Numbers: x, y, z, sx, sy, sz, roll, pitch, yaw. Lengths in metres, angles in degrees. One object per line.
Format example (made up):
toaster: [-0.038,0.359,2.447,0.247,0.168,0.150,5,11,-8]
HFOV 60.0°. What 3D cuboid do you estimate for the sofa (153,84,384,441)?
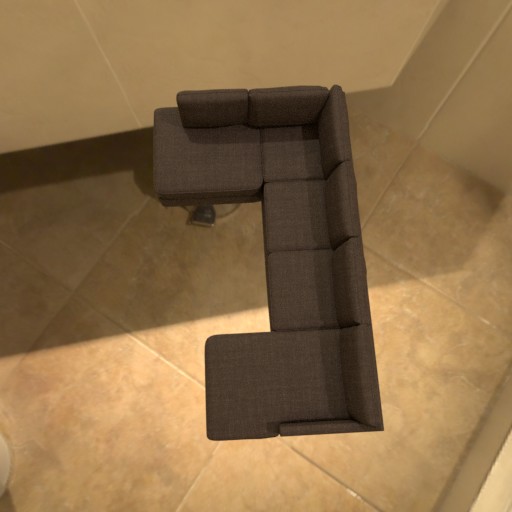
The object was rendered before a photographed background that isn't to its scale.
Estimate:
sofa: [0.000,0.000,4.444,2.048,0.999,3.423,-3,76,-1]
